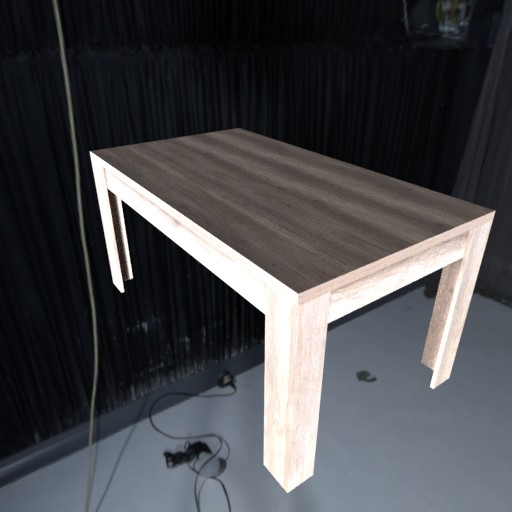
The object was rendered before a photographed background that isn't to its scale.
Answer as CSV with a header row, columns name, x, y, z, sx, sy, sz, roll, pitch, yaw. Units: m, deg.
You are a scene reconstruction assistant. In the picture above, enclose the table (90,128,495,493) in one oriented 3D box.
name,x,y,z,sx,sy,sz,roll,pitch,yaw
table,0.000,0.000,2.065,0.900,0.775,1.600,-19,34,-31
